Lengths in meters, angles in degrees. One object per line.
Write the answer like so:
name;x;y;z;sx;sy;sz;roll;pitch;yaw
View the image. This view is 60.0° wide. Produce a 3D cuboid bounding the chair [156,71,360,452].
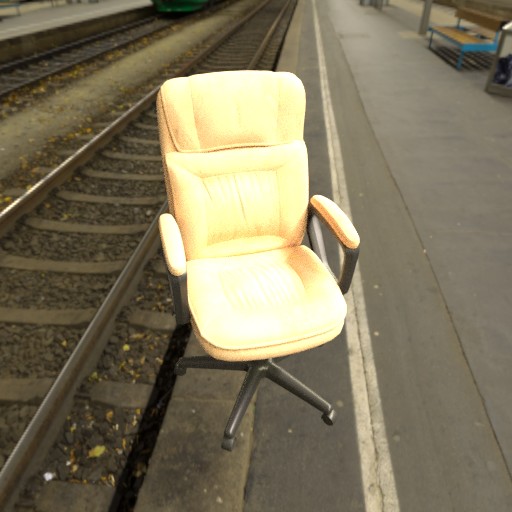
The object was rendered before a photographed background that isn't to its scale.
chair;0.000;0.000;1.552;0.667;1.105;0.724;-9;34;-13
